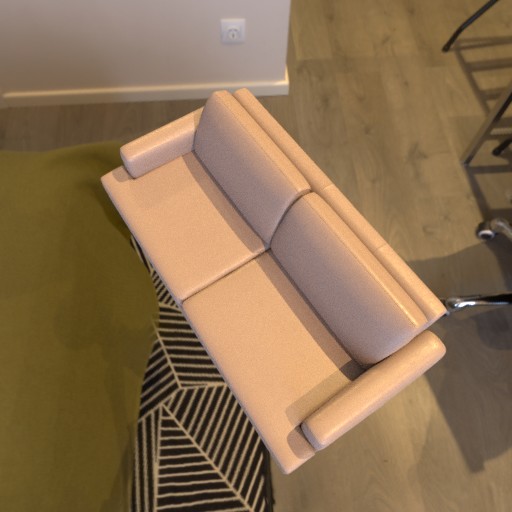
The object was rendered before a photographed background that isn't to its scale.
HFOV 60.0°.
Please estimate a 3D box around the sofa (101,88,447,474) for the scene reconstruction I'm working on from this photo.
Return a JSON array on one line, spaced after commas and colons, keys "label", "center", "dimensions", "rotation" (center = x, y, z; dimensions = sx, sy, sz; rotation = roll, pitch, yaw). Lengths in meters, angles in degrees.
[{"label": "sofa", "center": [0.000, 0.000, 2.401], "dimensions": [0.974, 0.765, 1.940], "rotation": [-31, 68, -14]}]
